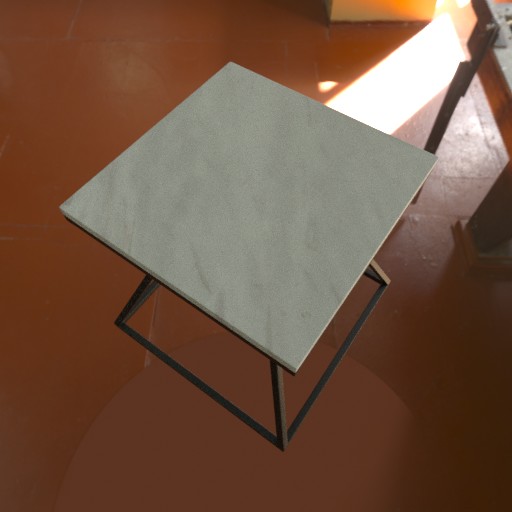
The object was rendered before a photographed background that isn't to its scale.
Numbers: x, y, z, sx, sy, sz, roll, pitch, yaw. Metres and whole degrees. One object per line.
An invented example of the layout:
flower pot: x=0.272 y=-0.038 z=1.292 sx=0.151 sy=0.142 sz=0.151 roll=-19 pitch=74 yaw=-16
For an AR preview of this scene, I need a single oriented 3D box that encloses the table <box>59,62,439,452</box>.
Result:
table: x=0.000 y=0.000 z=0.843 sx=0.455 sy=0.431 sz=0.455 roll=31 pitch=64 yaw=17
